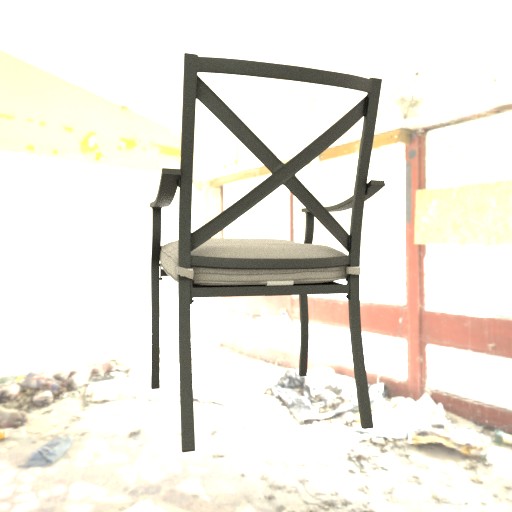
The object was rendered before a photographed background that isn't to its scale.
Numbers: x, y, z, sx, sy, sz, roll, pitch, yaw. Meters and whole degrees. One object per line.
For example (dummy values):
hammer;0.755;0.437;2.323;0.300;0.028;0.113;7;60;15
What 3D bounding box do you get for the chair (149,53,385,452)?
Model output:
chair;0.000;0.000;1.291;0.575;0.889;0.620;0;0;-17
